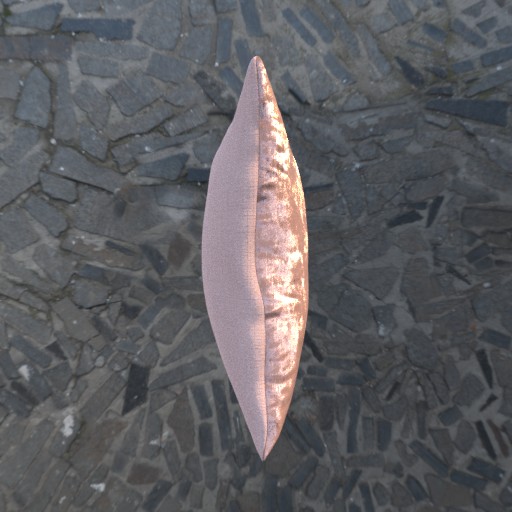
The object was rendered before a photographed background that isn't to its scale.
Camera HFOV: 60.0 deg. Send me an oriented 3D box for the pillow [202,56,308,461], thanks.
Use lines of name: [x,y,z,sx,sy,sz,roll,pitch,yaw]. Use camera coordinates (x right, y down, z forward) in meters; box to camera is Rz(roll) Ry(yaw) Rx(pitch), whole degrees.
pillow: [0.000,0.000,0.736,0.175,0.464,0.470,0,91,0]
